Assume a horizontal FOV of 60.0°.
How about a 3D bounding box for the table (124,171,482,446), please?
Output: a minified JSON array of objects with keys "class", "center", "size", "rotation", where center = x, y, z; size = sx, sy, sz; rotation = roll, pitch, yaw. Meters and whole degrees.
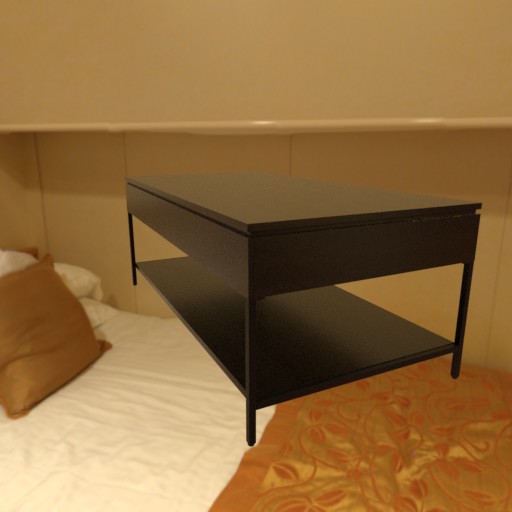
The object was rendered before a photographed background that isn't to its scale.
[{"class":"table","center":[0.000,0.000,1.386],"size":[0.574,0.435,1.095],"rotation":[-7,16,-25]}]
